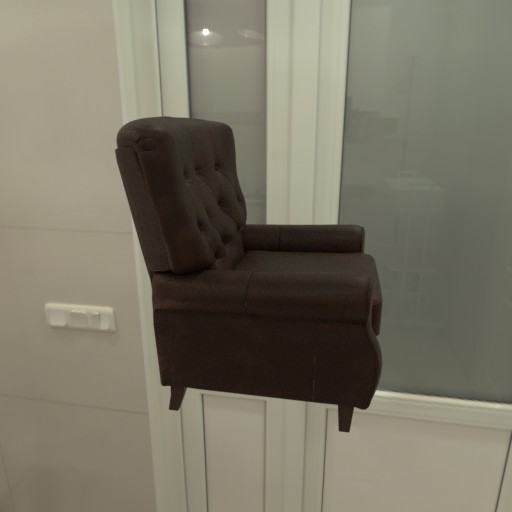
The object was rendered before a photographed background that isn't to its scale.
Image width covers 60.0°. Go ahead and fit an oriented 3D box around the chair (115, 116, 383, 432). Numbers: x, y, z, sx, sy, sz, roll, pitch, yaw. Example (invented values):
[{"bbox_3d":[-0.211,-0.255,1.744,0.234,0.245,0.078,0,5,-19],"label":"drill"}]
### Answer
[{"bbox_3d":[0.000,0.000,1.929,1.058,1.158,0.948,3,18,10],"label":"chair"}]
